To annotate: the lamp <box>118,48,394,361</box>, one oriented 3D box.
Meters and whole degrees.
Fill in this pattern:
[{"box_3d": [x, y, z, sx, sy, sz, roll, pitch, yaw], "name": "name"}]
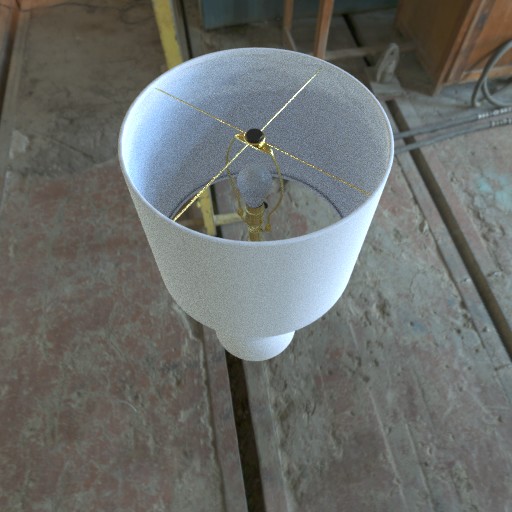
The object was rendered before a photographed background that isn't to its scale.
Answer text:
[{"box_3d": [0.000, 0.000, 0.716, 0.301, 0.533, 0.301, 31, 64, 17], "name": "lamp"}]
